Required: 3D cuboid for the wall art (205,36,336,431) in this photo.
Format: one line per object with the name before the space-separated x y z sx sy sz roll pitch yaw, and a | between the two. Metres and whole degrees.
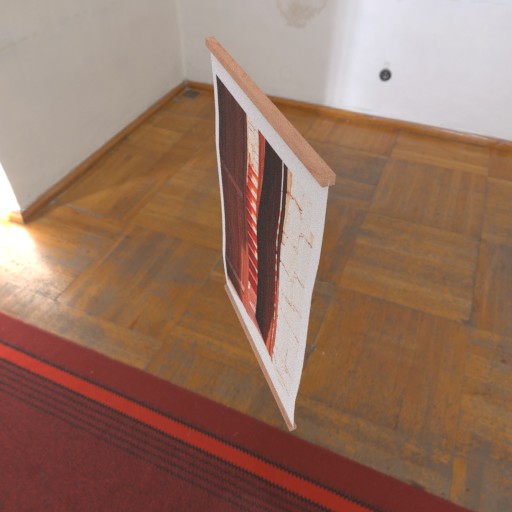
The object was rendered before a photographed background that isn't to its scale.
wall art | 0.000 0.000 0.658 0.012 0.508 0.332 -16 48 -15
